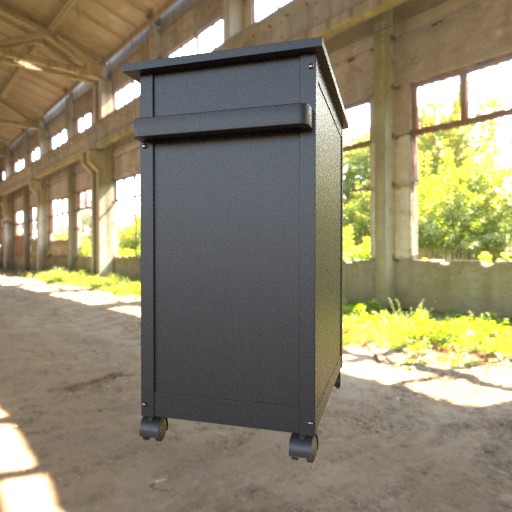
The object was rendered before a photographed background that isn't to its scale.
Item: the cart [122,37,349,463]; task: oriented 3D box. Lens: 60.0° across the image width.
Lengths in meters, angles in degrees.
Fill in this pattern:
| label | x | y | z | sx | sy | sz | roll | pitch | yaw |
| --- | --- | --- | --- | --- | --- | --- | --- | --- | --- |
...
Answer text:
| label | x | y | z | sx | sy | sz | roll | pitch | yaw |
| --- | --- | --- | --- | --- | --- | --- | --- | --- | --- |
| cart | 0.000 | 0.000 | 1.242 | 0.456 | 0.879 | 0.660 | 0 | 1 | 17 |
